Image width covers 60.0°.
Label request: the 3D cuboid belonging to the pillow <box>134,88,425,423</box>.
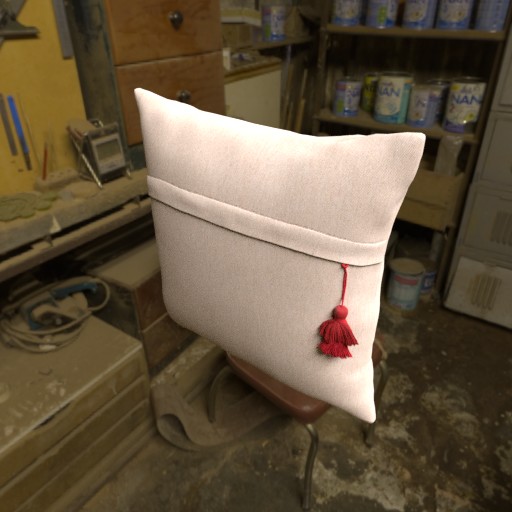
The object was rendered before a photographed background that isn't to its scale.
[{"bbox_3d":[0.000,0.000,0.663,0.433,0.436,0.173,21,36,31],"label":"pillow"}]
